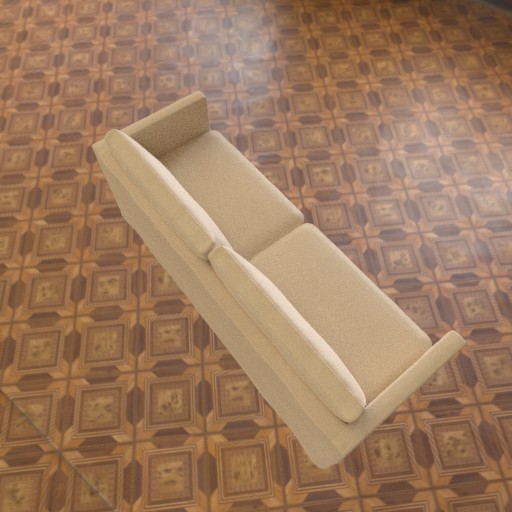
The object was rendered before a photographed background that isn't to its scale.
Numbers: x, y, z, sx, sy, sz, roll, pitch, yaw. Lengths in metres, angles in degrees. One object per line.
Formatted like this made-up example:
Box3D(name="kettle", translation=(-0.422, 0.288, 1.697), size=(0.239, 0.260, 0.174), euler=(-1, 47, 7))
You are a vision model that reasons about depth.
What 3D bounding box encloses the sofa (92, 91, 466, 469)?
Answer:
Box3D(name="sofa", translation=(0.000, 0.000, 3.243), size=(1.036, 0.999, 2.779), euler=(-34, 66, -18))
